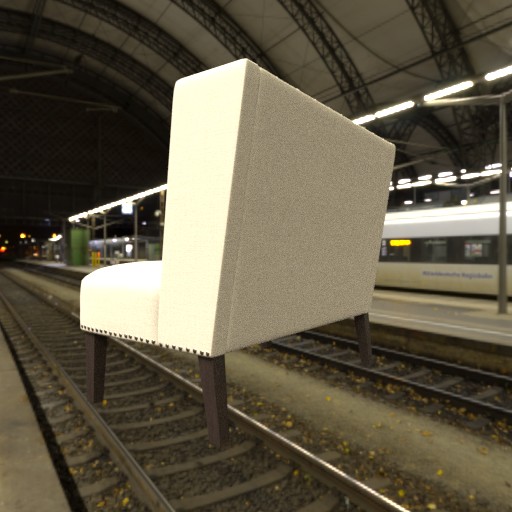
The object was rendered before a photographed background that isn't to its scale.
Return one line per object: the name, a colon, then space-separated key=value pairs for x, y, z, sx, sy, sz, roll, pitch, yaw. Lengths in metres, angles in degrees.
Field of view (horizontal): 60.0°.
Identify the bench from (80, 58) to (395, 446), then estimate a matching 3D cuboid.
bench: x=0.000 y=0.000 z=1.989 sx=0.847 sy=1.123 sz=1.280 roll=0 pitch=1 yaw=36
